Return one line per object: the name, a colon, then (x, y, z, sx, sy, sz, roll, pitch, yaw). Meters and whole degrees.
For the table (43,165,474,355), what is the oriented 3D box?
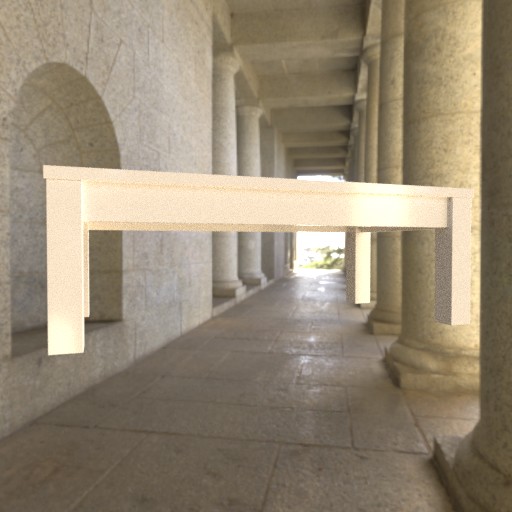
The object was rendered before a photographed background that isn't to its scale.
table: (0.000, 0.000, 1.642, 1.350, 0.470, 0.700, 0, 1, -19)
